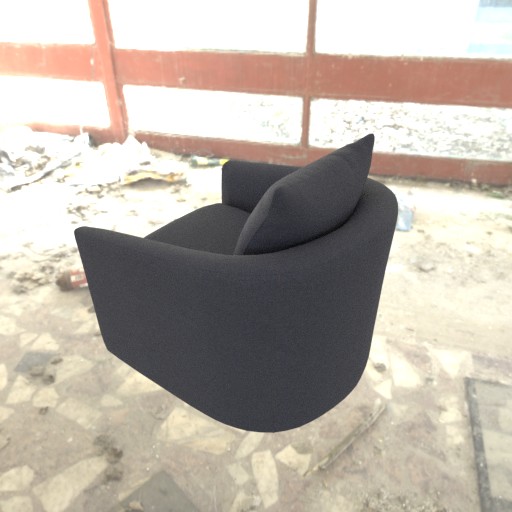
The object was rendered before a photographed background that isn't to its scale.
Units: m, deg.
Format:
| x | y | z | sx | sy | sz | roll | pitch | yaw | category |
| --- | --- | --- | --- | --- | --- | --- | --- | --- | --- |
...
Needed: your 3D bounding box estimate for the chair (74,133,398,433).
| x | y | z | sx | sy | sz | roll | pitch | yaw | category |
| --- | --- | --- | --- | --- | --- | --- | --- | --- | --- |
| 0.000 | 0.000 | 1.594 | 0.910 | 0.848 | 0.845 | 21 | 38 | 30 | chair |
